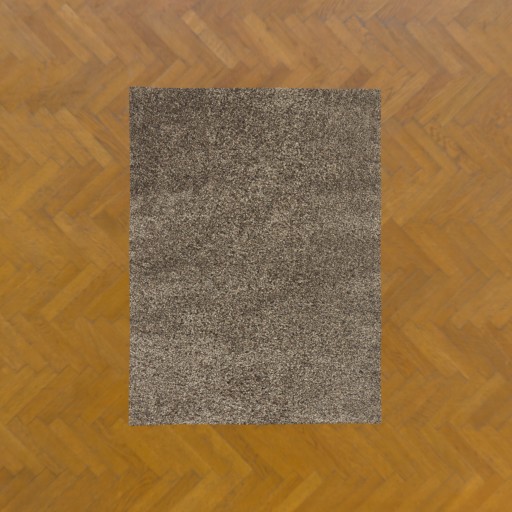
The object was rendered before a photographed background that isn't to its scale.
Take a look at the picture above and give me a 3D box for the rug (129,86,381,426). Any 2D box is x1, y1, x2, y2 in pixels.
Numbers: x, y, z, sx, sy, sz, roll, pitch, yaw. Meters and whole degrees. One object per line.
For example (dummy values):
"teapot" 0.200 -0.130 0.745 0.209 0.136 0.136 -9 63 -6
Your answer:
"rug" 0.000 0.000 2.113 1.198 0.025 1.601 0 90 -1
